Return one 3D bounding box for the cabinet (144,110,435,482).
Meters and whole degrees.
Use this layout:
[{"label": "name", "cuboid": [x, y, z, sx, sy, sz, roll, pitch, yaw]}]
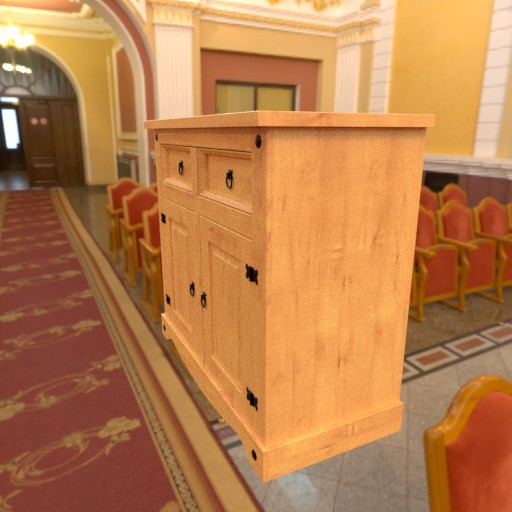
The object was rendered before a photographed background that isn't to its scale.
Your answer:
[{"label": "cabinet", "cuboid": [0.000, 0.000, 1.417, 0.450, 0.840, 0.920, -8, 17, -25]}]
